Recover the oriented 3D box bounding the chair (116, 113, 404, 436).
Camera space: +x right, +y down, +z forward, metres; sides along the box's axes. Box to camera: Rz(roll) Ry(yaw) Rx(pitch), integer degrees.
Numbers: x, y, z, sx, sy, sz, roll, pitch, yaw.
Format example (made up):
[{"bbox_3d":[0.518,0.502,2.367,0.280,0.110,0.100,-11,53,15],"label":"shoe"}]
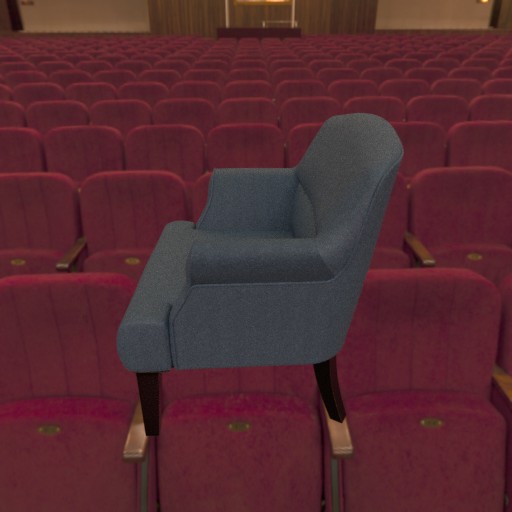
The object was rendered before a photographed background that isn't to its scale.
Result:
[{"bbox_3d":[0.000,0.000,1.454,0.754,0.878,0.770,0,26,-1],"label":"chair"}]
